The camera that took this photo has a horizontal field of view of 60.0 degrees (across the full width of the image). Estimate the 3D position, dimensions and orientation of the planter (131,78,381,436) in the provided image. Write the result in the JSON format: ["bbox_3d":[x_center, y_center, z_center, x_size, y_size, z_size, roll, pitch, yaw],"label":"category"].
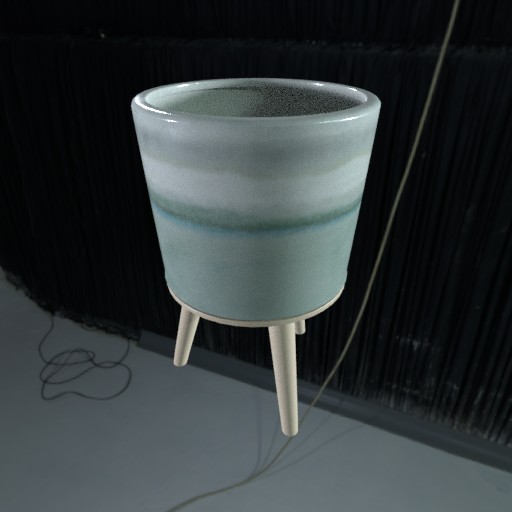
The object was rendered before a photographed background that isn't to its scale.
[{"bbox_3d":[0.000,0.000,0.580,0.265,0.404,0.265,11,31,18],"label":"planter"}]
